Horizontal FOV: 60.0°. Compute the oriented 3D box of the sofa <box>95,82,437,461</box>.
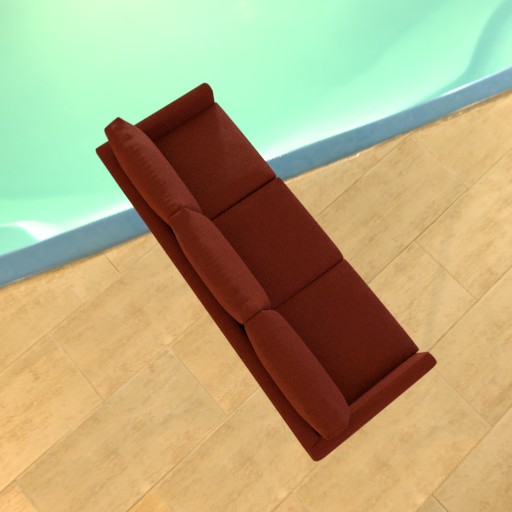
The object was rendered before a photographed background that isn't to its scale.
[{"bbox_3d":[0.000,0.000,2.745,0.875,0.879,2.252,-35,77,-10],"label":"sofa"}]
